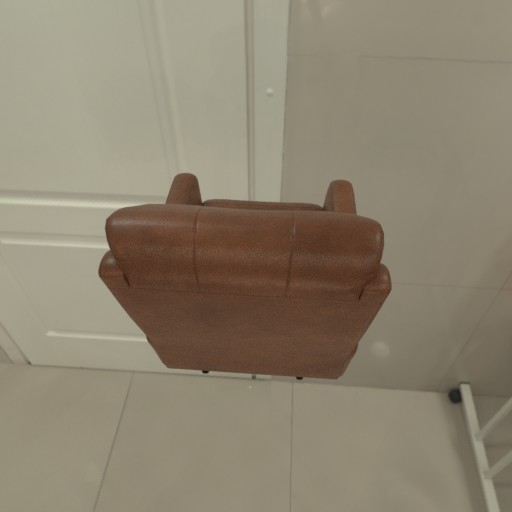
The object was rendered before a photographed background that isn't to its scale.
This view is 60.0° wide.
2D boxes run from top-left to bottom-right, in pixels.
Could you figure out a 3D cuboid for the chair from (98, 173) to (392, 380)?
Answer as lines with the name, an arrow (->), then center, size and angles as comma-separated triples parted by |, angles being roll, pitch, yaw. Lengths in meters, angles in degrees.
chair -> 0.000, 0.000, 1.673 | 0.787, 1.016, 0.939 | 3, 47, 3
